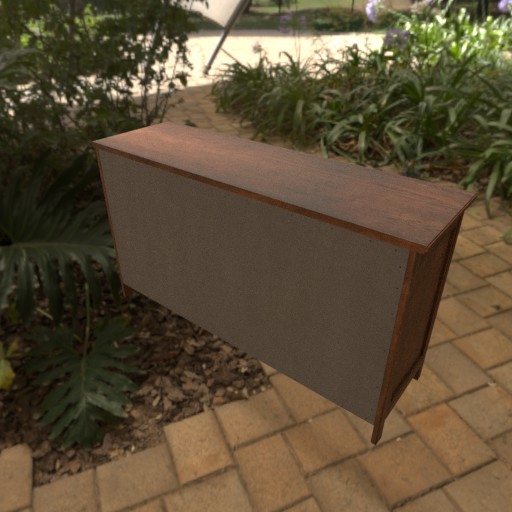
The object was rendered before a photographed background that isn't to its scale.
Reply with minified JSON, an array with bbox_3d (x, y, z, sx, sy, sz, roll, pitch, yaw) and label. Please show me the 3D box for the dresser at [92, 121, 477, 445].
[{"bbox_3d":[0.000,0.000,1.974,1.551,0.856,0.463,22,37,32],"label":"dresser"}]
